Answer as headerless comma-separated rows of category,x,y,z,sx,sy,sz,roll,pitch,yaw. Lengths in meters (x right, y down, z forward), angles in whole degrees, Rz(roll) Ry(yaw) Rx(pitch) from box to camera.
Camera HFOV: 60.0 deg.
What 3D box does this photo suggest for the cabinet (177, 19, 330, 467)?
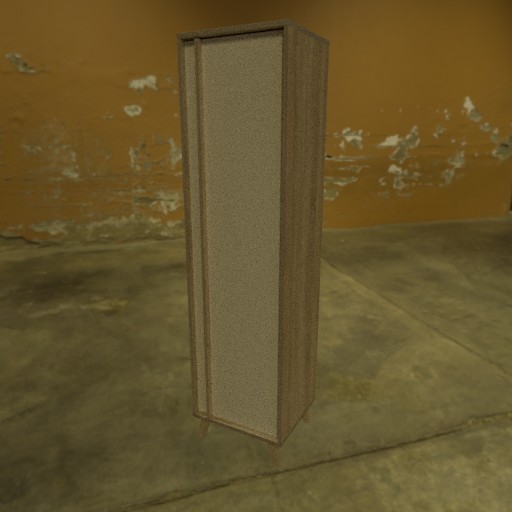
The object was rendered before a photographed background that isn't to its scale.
cabinet,0.000,0.000,2.176,0.510,1.960,0.450,8,17,27
